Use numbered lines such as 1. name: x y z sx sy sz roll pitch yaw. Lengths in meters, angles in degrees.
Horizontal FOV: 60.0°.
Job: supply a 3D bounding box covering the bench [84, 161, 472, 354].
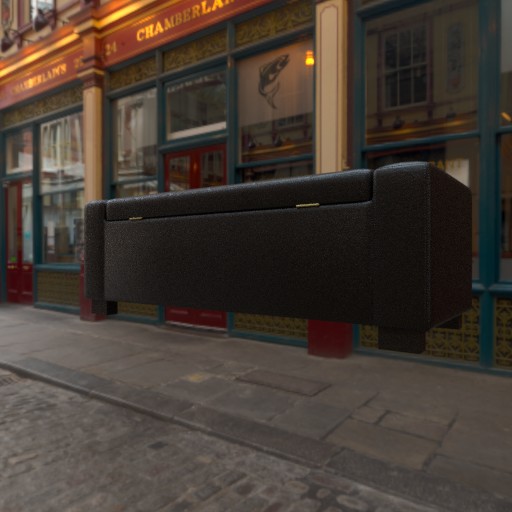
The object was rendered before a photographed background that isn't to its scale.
1. bench: 0.000 0.000 1.545 1.296 0.445 0.508 0 0 36
